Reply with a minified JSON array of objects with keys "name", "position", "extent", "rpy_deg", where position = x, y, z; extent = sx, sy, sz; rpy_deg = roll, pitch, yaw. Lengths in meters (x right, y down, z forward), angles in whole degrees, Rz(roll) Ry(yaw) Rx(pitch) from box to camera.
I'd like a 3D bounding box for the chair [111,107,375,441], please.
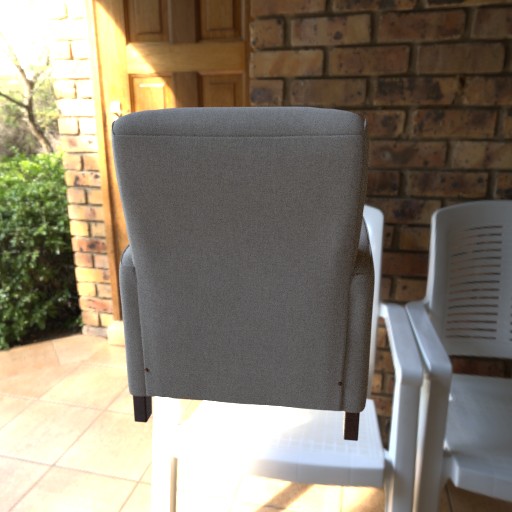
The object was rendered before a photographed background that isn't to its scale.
[{"name":"chair","position":[0.000,0.000,1.661],"extent":[0.845,1.023,0.859],"rpy_deg":[2,16,7]}]
